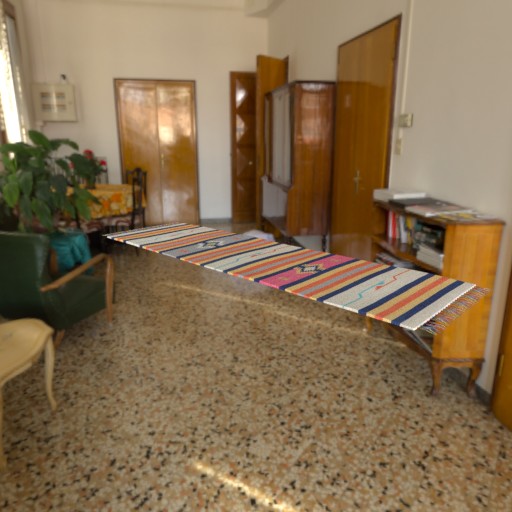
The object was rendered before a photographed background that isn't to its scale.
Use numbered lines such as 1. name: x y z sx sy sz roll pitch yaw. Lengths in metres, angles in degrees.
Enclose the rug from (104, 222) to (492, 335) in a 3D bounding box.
1. rug: 0.000 0.000 2.668 2.455 0.017 0.695 14 21 41
